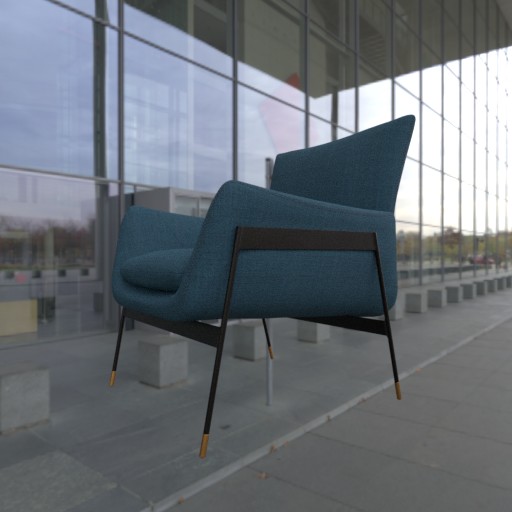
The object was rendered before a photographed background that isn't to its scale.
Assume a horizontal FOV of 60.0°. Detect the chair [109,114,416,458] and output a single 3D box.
[{"bbox_3d":[0.000,0.000,1.408,0.769,0.859,0.678,0,0,-35],"label":"chair"}]
